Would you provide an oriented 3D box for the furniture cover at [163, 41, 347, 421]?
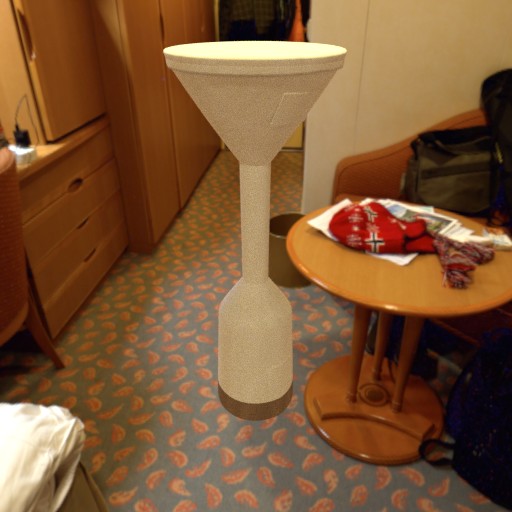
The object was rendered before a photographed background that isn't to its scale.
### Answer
[{"bbox_3d":[0.000,0.000,2.827,0.914,2.413,0.914,-22,37,-34],"label":"furniture cover"}]
